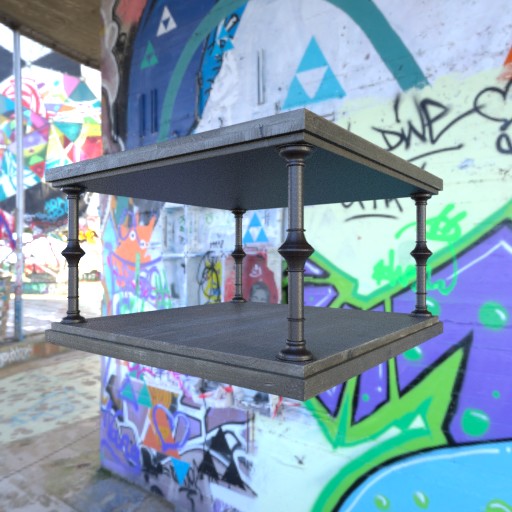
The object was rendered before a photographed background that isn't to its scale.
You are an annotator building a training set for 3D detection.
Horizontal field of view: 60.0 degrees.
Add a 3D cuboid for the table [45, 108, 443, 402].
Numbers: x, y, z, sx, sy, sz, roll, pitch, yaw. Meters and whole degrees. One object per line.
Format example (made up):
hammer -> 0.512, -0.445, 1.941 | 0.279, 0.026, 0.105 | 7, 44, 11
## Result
table -> 0.000, 0.000, 1.090 | 0.696, 0.400, 0.696 | 0, 0, 37
